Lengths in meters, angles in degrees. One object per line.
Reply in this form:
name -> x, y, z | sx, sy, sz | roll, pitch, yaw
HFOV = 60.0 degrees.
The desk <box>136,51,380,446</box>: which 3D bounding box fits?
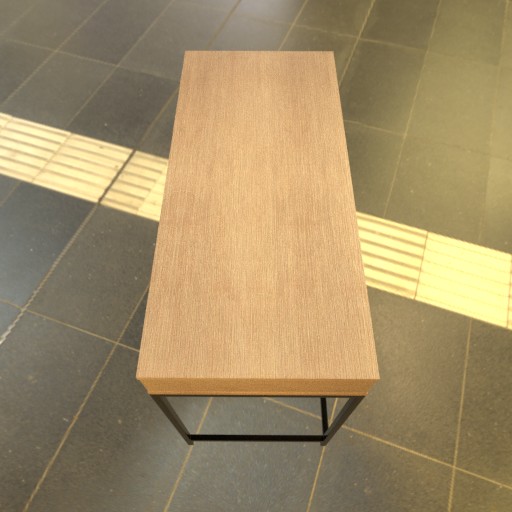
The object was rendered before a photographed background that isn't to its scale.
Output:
desk -> 0.000, 0.000, 1.422 | 0.470, 0.762, 1.016 | 0, 58, 0
